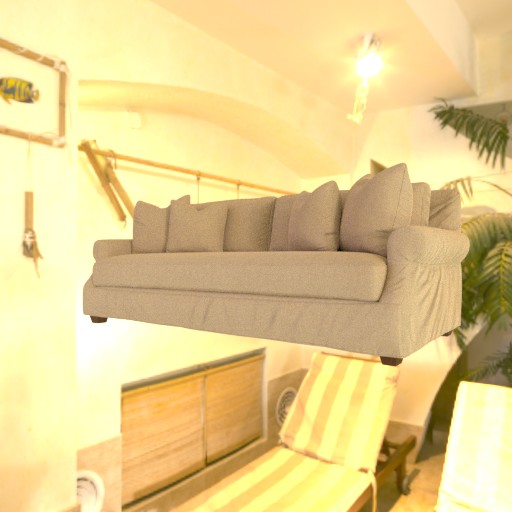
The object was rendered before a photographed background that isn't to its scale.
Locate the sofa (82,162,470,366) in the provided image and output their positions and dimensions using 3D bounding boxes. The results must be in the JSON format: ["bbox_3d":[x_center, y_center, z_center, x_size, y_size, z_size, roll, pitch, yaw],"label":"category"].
[{"bbox_3d":[0.000,0.000,2.766,2.285,0.904,1.067,0,-1,36],"label":"sofa"}]
